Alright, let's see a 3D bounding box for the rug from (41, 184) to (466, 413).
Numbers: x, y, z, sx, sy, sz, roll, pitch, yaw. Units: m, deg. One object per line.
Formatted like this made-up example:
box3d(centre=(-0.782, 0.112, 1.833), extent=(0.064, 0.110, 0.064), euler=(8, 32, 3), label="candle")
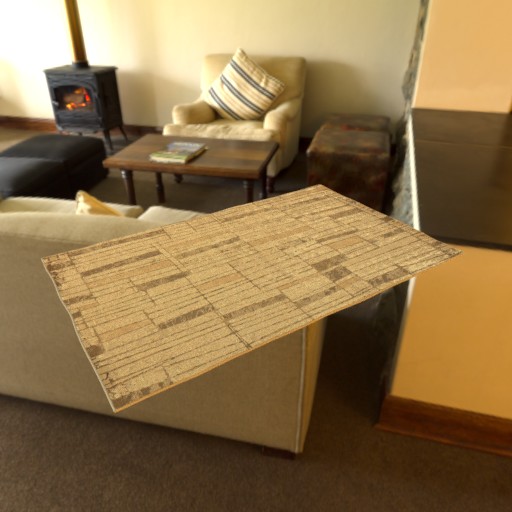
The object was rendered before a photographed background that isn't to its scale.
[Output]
box3d(centre=(0.000, 0.000, 2.996), extent=(2.444, 0.023, 1.531), euler=(-18, 35, -28), label="rug")
